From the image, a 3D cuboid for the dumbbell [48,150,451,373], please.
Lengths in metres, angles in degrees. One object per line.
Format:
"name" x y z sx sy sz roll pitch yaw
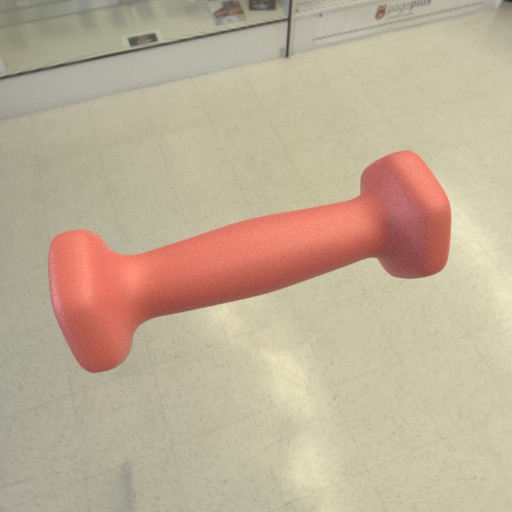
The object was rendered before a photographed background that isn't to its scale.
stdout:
"dumbbell" 0.000 0.000 0.146 0.123 0.043 0.047 -15 60 -9
